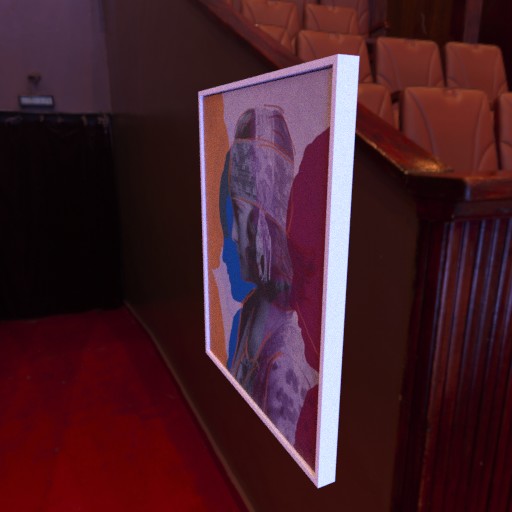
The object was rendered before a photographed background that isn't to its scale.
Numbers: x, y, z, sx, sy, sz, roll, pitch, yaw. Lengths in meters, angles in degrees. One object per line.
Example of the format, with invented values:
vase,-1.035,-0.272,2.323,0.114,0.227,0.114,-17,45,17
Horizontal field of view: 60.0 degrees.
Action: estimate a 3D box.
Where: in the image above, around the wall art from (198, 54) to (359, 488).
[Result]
wall art,0.000,0.000,0.734,0.030,0.549,0.443,-7,17,-25
